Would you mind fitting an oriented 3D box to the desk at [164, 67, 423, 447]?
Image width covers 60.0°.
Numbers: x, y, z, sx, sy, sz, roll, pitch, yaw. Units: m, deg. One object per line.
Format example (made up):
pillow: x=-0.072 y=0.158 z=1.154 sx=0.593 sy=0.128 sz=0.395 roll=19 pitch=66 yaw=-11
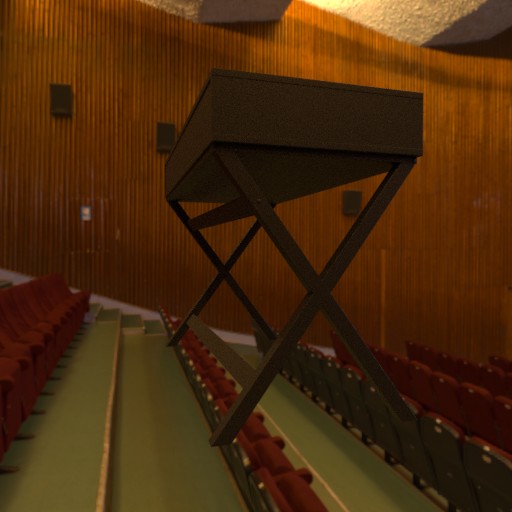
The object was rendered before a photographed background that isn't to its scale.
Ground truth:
desk: x=0.000 y=0.000 z=1.481 sx=0.504 sy=0.780 sz=1.057 roll=0 pitch=1 yaw=-17
